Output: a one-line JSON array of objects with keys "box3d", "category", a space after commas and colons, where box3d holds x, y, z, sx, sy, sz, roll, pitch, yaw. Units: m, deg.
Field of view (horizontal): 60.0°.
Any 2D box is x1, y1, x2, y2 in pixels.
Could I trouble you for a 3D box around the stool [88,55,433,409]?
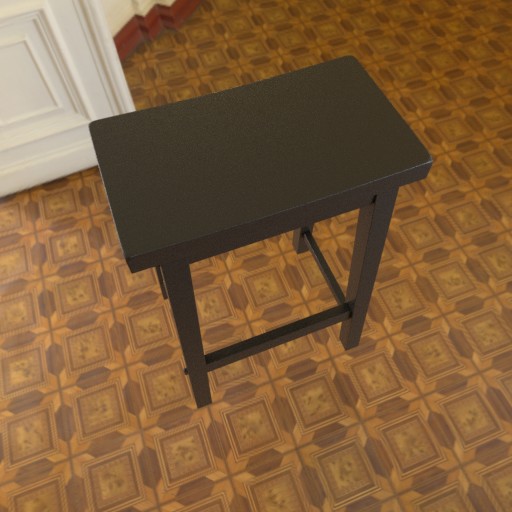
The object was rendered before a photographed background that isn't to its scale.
[{"box3d": [0.000, 0.000, 0.848, 0.406, 0.610, 0.322, -19, 62, -10], "category": "stool"}]
